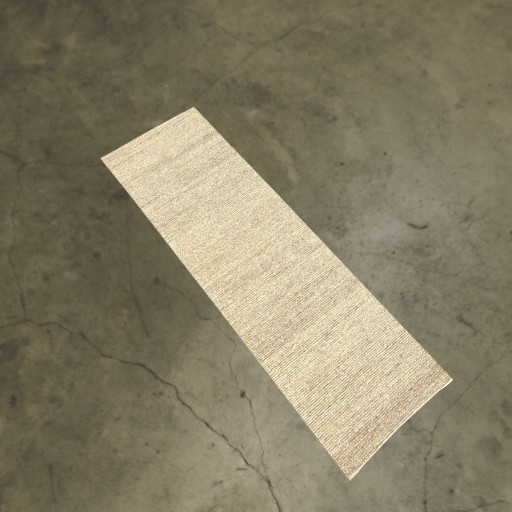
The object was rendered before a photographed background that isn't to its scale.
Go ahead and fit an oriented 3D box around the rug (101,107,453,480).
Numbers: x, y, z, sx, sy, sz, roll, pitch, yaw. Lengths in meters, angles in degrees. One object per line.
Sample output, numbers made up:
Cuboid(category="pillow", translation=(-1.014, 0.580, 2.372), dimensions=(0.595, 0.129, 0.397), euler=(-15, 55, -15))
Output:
Cuboid(category="rug", translation=(0.000, 0.000, 2.592), dimensions=(0.741, 0.014, 2.390), euler=(-35, 69, -16))
